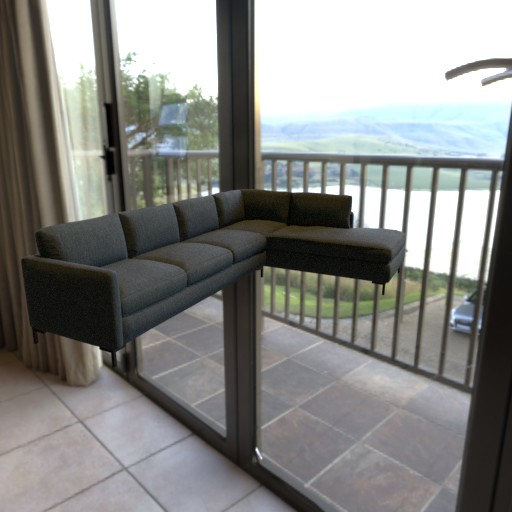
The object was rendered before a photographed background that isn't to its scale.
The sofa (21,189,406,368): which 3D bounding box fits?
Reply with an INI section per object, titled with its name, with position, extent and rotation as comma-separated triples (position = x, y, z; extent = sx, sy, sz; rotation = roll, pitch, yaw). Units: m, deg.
[sofa]
position = 0.000, 0.000, 3.755
extent = 2.007, 0.815, 2.949
rotation = 8, 17, 26
